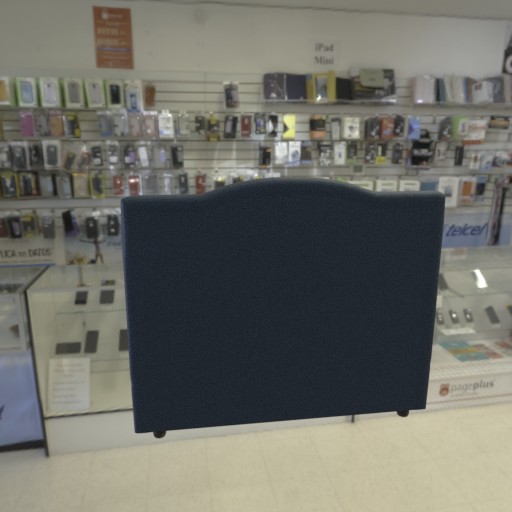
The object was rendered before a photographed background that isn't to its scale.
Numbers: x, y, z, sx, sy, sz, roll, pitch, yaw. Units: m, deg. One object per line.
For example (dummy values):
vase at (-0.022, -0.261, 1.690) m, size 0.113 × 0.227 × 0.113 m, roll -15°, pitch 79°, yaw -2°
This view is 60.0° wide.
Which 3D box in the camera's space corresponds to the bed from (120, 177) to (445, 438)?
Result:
bed at (0.000, 0.000, 3.575) m, size 1.741 × 1.441 × 2.507 m, roll -2°, pitch 15°, yaw -8°
